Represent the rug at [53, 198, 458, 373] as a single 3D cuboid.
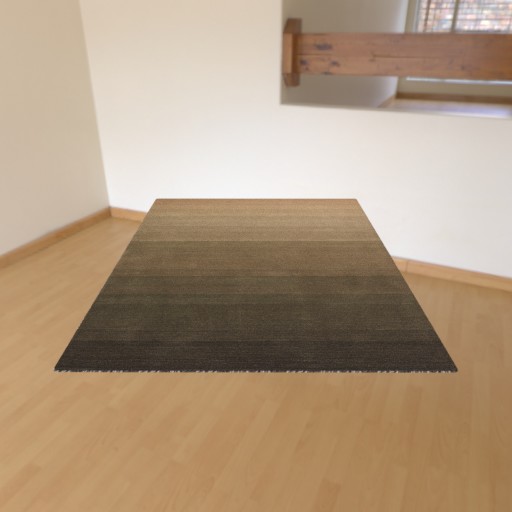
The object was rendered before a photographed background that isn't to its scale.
[{"bbox_3d":[0.000,0.000,3.794,2.306,0.017,2.902,0,27,0],"label":"rug"}]
